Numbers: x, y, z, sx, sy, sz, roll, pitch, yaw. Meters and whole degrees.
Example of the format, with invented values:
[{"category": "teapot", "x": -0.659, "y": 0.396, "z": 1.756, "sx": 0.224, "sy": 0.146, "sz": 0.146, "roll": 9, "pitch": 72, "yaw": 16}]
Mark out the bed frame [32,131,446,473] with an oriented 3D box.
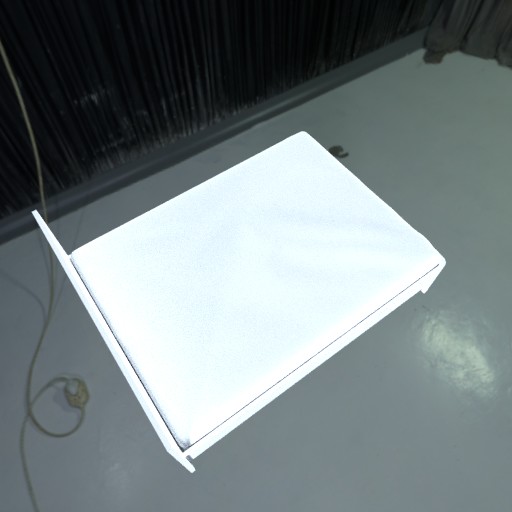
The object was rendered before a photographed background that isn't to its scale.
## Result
[{"category": "bed frame", "x": 0.000, "y": 0.000, "z": 2.746, "sx": 1.950, "sy": 0.800, "sz": 1.490, "roll": -31, "pitch": 63, "yaw": -18}]
